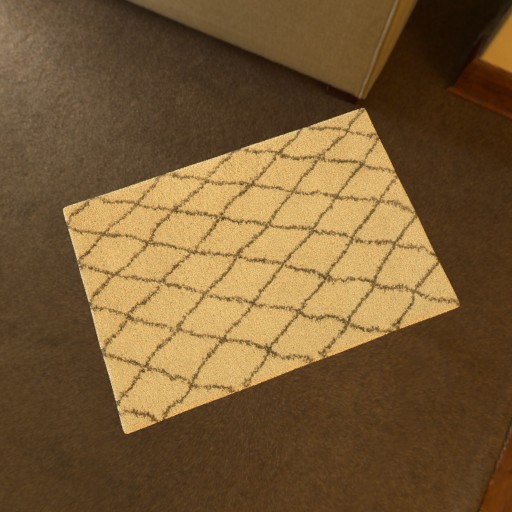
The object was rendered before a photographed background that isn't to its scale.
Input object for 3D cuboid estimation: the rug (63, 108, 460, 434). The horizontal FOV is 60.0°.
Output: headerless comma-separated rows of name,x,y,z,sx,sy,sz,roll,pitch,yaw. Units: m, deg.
rug,0.000,0.000,2.330,1.778,0.030,1.219,-20,76,-5
